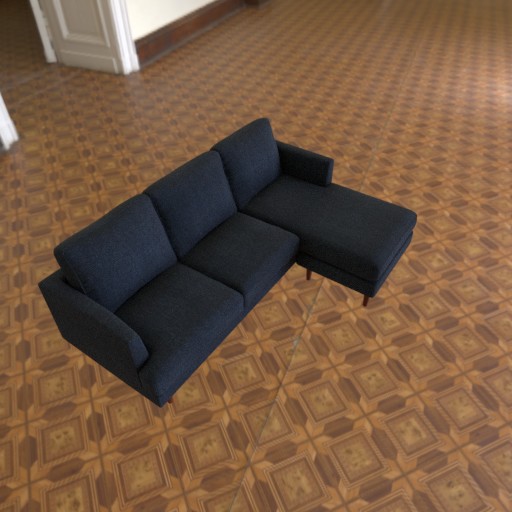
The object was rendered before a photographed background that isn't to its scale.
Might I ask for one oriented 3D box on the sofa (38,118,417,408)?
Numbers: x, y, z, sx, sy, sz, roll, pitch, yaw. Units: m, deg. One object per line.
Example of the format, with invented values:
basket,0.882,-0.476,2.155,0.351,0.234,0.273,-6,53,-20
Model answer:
sofa,0.000,0.000,3.011,1.504,0.956,2.233,25,48,25
